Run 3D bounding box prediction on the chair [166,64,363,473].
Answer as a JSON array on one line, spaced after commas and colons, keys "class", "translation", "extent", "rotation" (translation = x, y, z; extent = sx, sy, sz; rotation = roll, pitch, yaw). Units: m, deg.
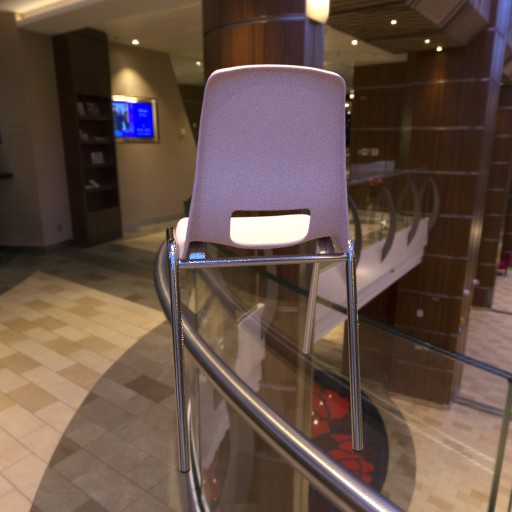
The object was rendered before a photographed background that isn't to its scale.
[{"class": "chair", "translation": [0.000, 0.000, 0.956], "extent": [0.381, 0.704, 0.436], "rotation": [-2, 15, -9]}]
